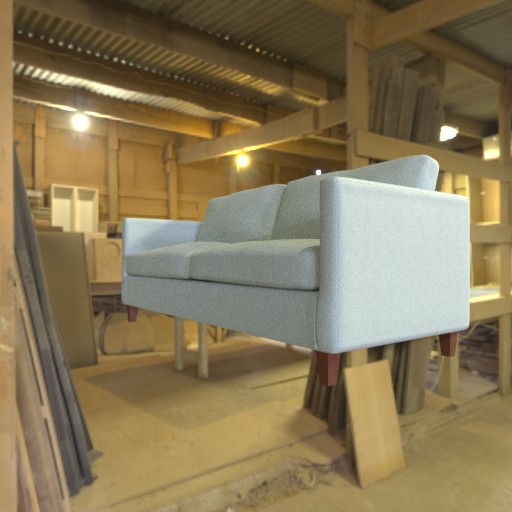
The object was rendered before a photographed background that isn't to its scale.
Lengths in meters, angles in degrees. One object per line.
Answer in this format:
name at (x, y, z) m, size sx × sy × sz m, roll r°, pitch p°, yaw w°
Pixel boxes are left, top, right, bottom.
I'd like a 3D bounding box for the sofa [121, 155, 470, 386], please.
sofa at (0.000, 0.000, 2.709) m, size 0.951 × 0.965 × 2.208 m, roll 0°, pitch 0°, yaw -36°
